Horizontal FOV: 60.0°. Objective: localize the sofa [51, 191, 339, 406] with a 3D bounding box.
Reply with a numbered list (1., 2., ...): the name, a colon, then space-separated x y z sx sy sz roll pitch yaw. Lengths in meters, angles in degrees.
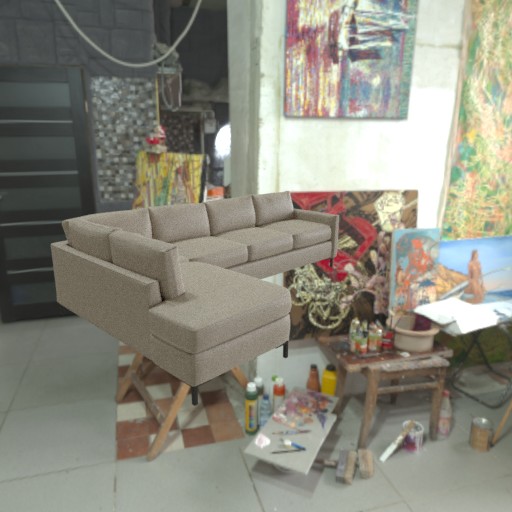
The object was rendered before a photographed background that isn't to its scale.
1. sofa: 0.000 0.000 3.302 1.617 0.703 2.423 14 20 43
